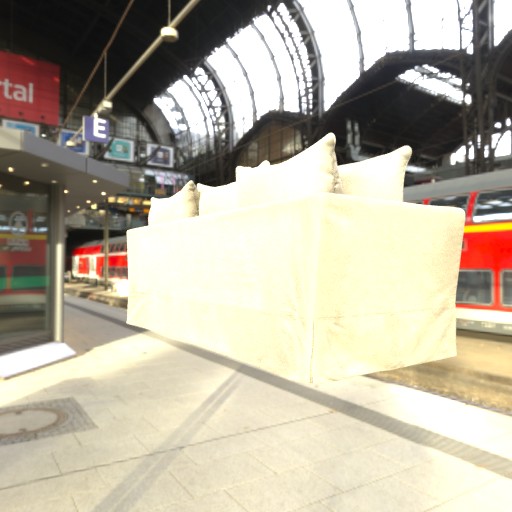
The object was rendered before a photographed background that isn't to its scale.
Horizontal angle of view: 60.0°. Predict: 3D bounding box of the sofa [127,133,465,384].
[{"bbox_3d":[0.000,0.000,2.872,1.031,1.034,2.290,1,-1,-34],"label":"sofa"}]
